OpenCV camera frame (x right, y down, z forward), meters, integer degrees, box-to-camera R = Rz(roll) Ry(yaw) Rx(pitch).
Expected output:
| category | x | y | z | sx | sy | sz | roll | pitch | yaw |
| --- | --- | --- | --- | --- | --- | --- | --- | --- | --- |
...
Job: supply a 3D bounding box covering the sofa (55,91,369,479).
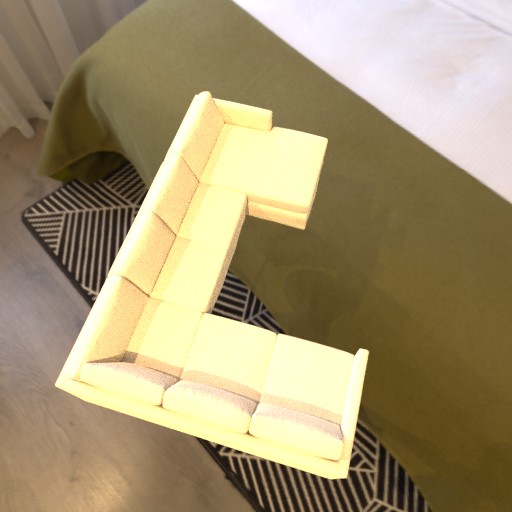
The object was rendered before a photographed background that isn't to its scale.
| category | x | y | z | sx | sy | sz | roll | pitch | yaw |
| --- | --- | --- | --- | --- | --- | --- | --- | --- | --- |
| sofa | 0.000 | 0.000 | 4.427 | 2.427 | 0.882 | 3.460 | 14 | 63 | 7 |
